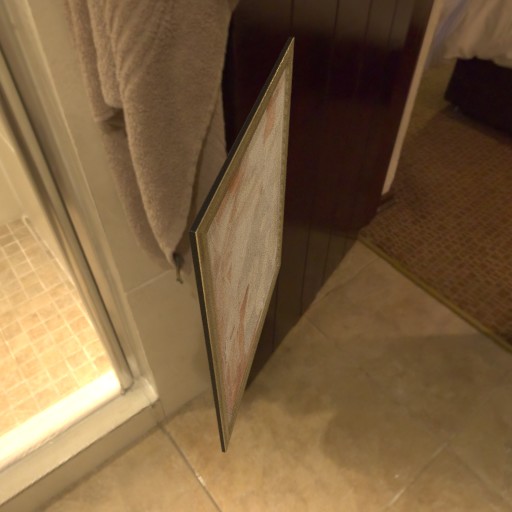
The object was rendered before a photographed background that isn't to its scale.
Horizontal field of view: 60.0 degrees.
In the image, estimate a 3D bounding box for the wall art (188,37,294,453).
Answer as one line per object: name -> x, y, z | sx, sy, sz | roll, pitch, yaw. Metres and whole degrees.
wall art -> 0.000, 0.000, 0.774 | 0.009, 0.559, 0.483 | 10, 47, 10
